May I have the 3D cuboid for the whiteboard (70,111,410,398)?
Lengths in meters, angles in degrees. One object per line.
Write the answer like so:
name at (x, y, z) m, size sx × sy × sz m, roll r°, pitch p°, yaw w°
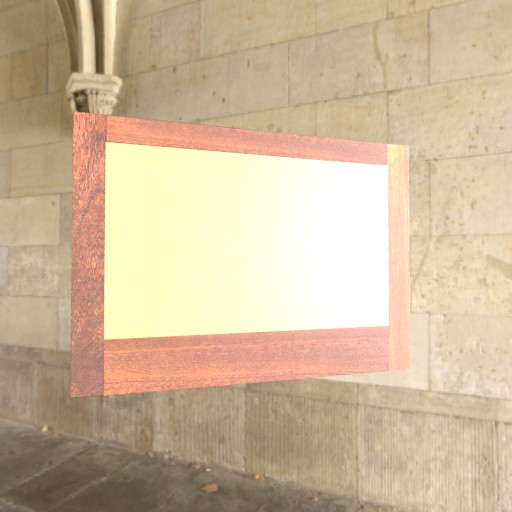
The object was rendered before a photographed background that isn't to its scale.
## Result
whiteboard at (0.000, 0.000, 1.024) m, size 0.783 × 0.559 × 0.083 m, roll 0°, pitch -2°, yaw -18°
